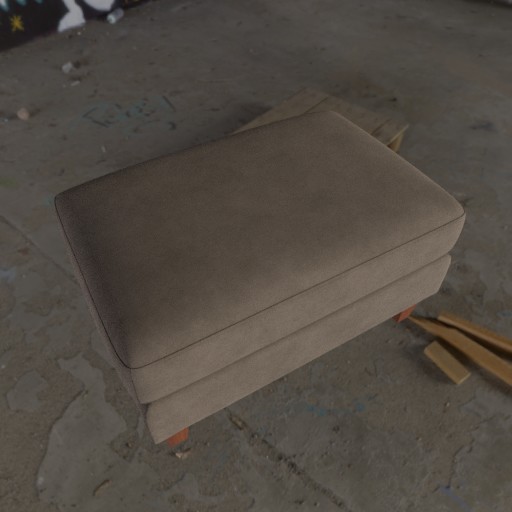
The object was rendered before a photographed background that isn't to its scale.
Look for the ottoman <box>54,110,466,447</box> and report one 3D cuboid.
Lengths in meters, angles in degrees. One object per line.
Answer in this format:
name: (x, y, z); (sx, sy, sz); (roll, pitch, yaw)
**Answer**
ottoman: (0.000, 0.000, 1.185); (0.864, 0.483, 0.584); (-23, 51, -20)
